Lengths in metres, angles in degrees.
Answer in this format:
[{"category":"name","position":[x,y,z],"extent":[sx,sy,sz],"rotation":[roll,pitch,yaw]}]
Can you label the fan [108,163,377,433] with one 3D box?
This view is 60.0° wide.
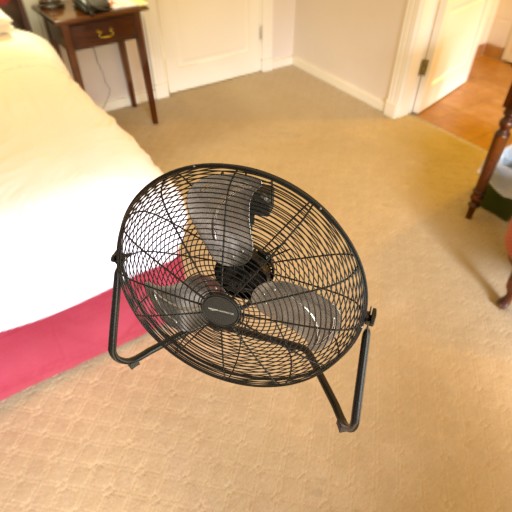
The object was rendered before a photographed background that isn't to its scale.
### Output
[{"category":"fan","position":[0.000,0.000,0.939],"extent":[0.555,0.546,0.424],"rotation":[12,44,13]}]
